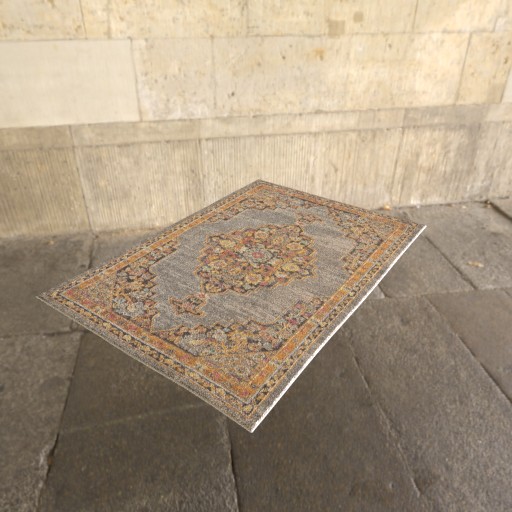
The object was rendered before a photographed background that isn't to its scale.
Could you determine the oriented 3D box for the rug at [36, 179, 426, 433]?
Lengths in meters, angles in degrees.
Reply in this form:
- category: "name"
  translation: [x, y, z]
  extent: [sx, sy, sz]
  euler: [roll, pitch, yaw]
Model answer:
- category: "rug"
  translation: [0.000, 0.000, 4.072]
  extent: [2.158, 0.024, 3.063]
  euler: [21, 37, 30]
